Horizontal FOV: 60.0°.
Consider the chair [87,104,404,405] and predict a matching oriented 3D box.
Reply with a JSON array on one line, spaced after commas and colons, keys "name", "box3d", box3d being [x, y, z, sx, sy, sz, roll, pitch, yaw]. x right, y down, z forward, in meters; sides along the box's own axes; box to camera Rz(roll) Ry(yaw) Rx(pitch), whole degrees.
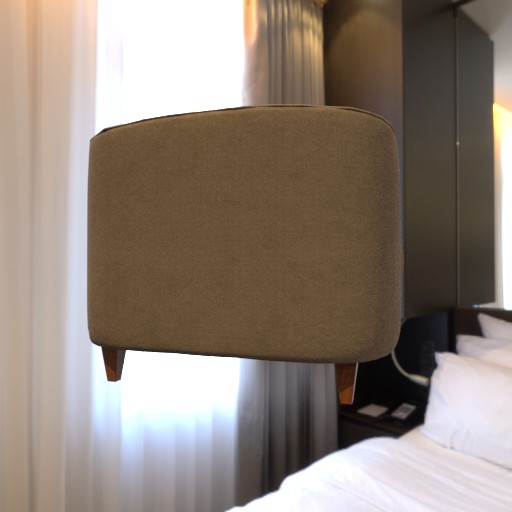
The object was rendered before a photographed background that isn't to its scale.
[{"name": "chair", "box3d": [0.000, 0.000, 1.731, 1.104, 0.852, 0.941, 0, -1, 18]}]
